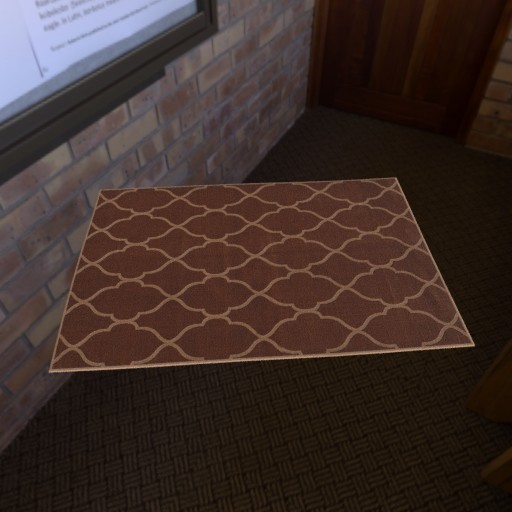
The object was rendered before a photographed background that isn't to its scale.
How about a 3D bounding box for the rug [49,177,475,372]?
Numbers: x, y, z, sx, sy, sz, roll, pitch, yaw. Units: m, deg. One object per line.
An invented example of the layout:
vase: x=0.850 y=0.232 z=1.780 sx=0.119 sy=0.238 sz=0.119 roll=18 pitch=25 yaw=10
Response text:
rug: x=0.000 y=0.000 z=2.880 sx=2.290 sy=0.014 sz=1.526 roll=-3 pitch=47 yaw=-3
